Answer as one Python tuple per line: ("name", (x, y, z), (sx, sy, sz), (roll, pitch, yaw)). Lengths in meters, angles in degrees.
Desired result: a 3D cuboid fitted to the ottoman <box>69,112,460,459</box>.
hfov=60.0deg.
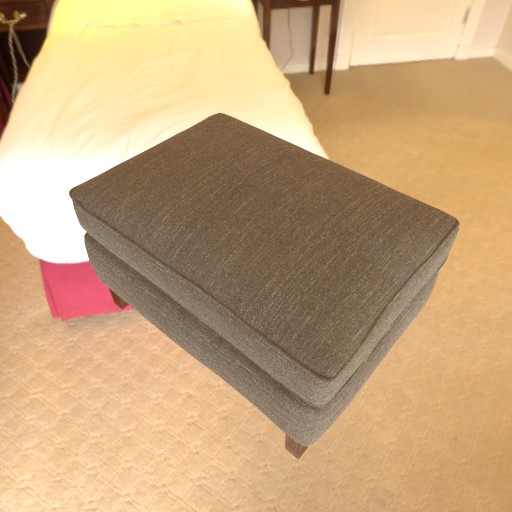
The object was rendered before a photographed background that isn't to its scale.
("ottoman", (0.000, 0.000, 0.997), (0.686, 0.406, 0.508), (32, 54, 27))
